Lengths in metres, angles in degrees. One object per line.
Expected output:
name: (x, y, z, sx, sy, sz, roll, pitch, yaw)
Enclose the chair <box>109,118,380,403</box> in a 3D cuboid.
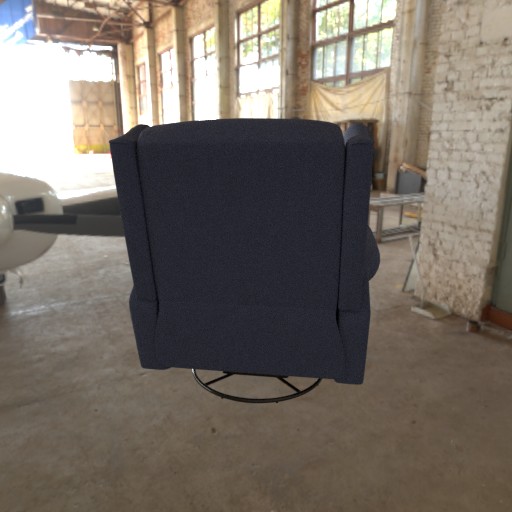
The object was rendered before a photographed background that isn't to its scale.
chair: (0.000, 0.000, 1.754, 0.971, 1.020, 0.877, 2, 15, 8)
